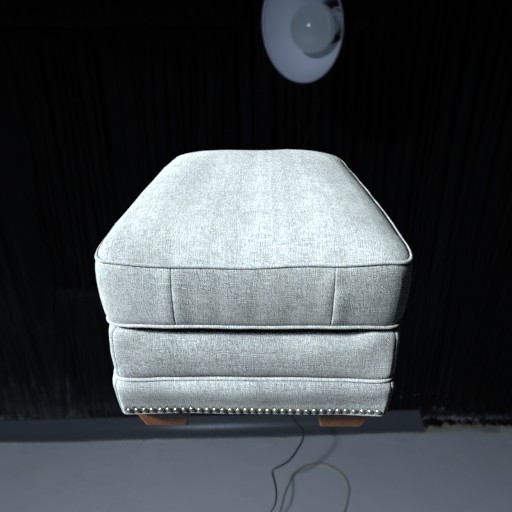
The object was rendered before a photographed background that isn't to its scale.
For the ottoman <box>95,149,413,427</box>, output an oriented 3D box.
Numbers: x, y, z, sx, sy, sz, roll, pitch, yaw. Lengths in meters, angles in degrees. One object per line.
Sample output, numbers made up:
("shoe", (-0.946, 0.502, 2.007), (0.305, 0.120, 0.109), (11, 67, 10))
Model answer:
("ottoman", (0.000, 0.000, 1.152), (0.561, 0.457, 0.813), (0, 26, 1))
